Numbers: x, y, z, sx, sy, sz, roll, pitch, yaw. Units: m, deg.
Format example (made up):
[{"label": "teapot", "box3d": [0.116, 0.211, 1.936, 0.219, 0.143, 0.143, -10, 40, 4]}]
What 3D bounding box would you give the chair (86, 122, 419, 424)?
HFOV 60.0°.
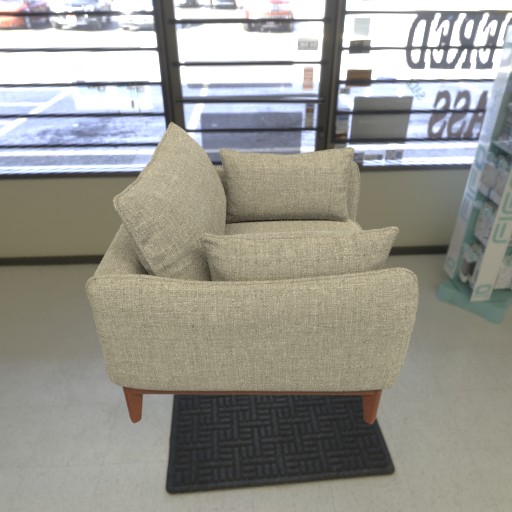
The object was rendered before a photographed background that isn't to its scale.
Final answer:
[{"label": "chair", "box3d": [0.000, 0.000, 1.721, 0.976, 0.839, 0.993, 0, 32, 0]}]
